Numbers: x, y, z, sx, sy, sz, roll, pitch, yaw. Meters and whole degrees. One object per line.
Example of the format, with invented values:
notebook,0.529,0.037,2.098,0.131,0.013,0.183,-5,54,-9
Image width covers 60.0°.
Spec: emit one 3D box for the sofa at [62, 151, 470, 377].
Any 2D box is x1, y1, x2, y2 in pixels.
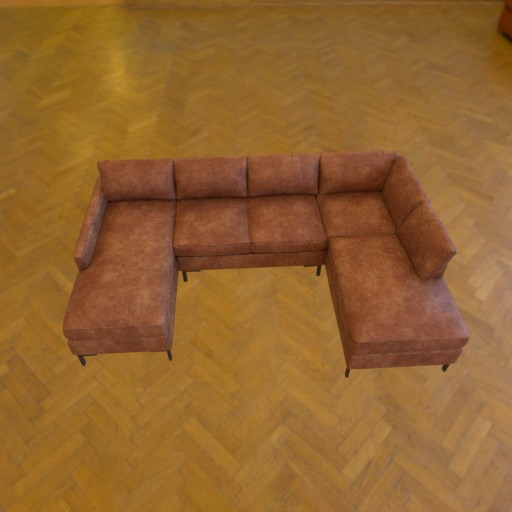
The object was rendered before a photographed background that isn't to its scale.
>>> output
sofa,0.000,0.000,3.780,2.956,0.900,1.939,-2,46,-2
